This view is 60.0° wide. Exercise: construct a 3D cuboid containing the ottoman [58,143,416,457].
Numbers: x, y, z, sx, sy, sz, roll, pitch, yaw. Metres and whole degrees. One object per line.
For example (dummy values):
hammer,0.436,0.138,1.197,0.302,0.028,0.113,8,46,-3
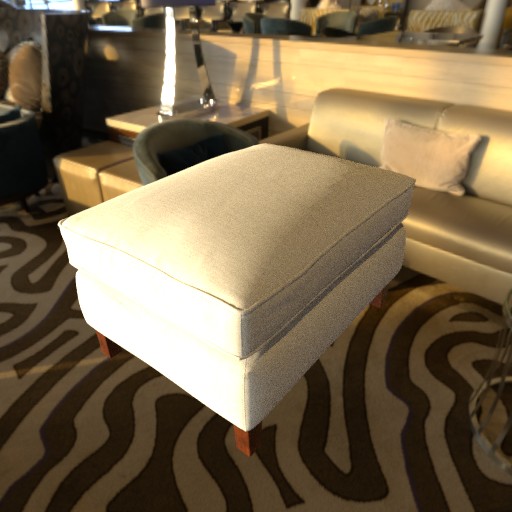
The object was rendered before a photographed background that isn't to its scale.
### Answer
ottoman,0.000,0.000,1.010,0.501,0.406,0.665,22,37,32
